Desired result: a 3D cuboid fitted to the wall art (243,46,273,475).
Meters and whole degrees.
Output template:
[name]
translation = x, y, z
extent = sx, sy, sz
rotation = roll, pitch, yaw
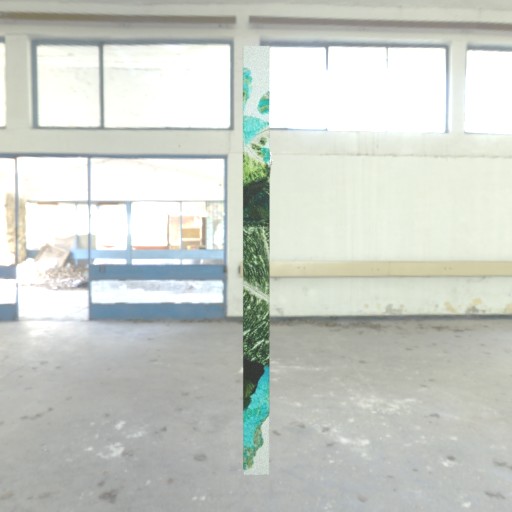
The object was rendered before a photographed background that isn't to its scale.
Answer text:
[wall art]
translation = 0.000, 0.000, 0.984
extent = 0.043, 0.610, 0.711
rotation = 0, 2, 0
